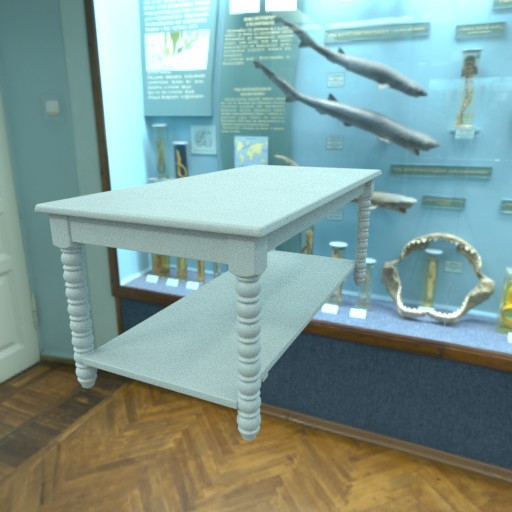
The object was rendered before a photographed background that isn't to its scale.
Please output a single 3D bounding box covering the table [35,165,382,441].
[{"bbox_3d":[0.000,0.000,1.467,0.580,0.487,1.171,8,18,24],"label":"table"}]
